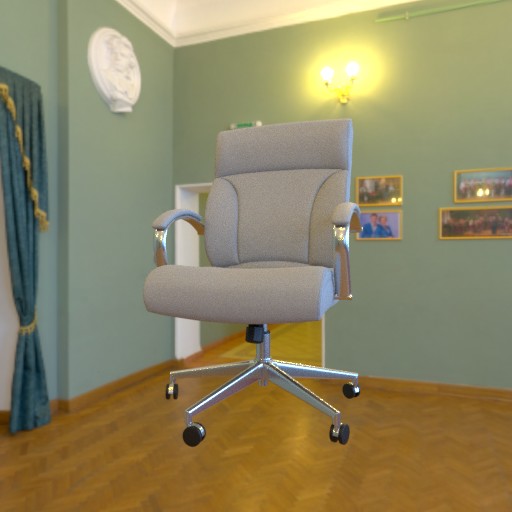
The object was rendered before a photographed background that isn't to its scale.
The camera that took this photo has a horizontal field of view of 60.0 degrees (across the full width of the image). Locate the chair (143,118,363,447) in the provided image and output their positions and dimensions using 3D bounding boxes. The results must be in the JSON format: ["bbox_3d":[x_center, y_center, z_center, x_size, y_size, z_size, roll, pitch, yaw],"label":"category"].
[{"bbox_3d":[0.000,0.000,1.603,0.727,1.099,0.745,0,0,20],"label":"chair"}]
